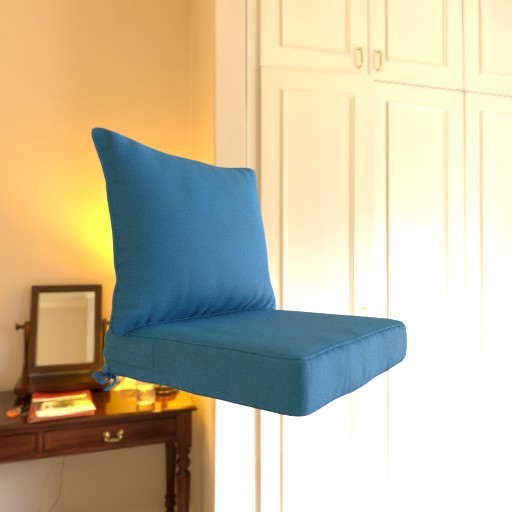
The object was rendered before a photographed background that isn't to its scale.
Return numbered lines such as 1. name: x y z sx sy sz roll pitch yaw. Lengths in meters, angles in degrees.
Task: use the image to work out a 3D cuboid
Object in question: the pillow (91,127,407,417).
1. pillow: 0.000 0.000 1.364 0.733 0.725 0.798 0 -1 36
